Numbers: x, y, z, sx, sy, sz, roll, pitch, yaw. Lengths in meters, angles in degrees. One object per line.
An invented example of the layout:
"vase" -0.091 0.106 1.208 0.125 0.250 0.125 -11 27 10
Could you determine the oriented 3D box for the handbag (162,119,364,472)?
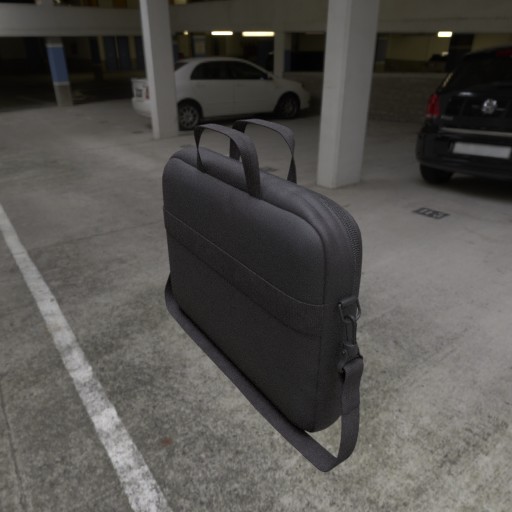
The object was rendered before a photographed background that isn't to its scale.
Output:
"handbag" 0.000 0.000 0.426 0.089 0.244 0.320 -17 32 -31
